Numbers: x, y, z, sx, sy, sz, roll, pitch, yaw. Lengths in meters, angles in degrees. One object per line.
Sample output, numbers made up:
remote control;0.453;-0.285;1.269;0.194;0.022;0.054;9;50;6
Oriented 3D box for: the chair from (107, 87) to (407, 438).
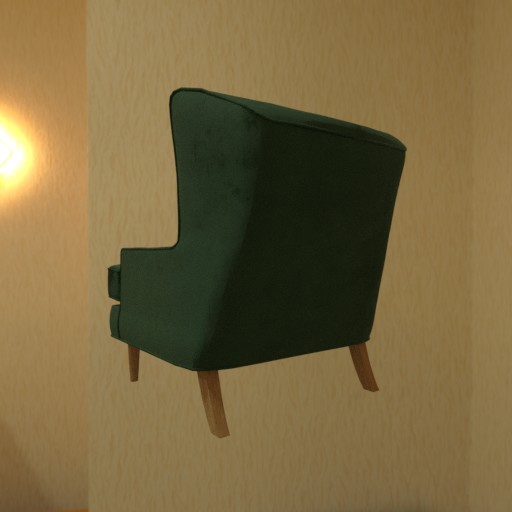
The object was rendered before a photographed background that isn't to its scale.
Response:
chair;0.000;0.000;1.589;0.793;0.952;0.910;-1;1;-37
